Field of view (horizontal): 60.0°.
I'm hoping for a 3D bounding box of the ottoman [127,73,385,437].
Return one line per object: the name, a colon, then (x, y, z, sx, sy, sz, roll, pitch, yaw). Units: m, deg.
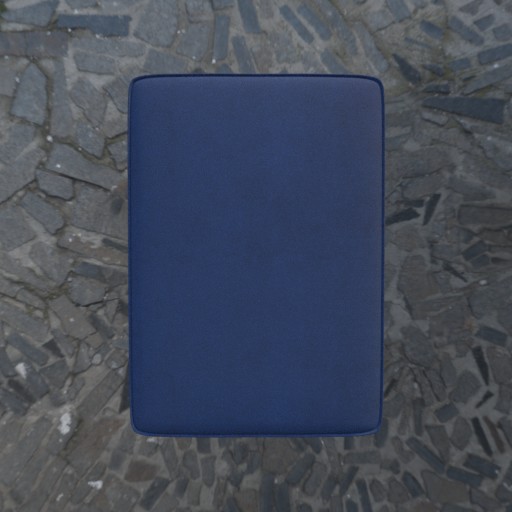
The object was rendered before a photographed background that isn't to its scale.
ottoman: (0.000, 0.000, 1.414, 0.686, 0.584, 0.965, 0, 91, 0)
